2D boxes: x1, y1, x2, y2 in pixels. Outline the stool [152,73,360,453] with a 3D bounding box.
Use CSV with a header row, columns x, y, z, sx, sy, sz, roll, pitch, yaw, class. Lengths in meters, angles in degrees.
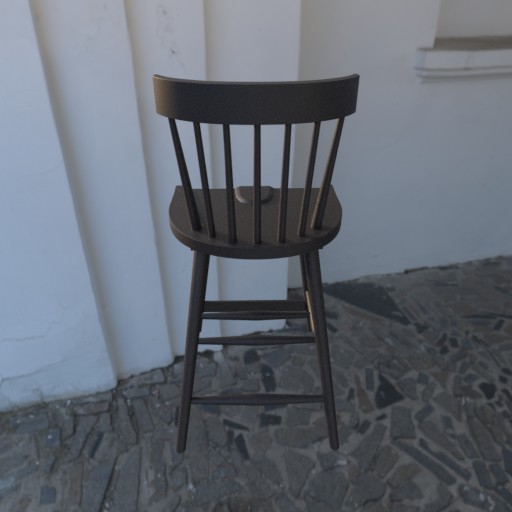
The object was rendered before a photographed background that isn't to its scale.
x,y,z,sx,sy,sz,roll,pitch,yaw,class
0.000,0.000,1.240,0.494,0.953,0.549,-1,30,-1,stool
